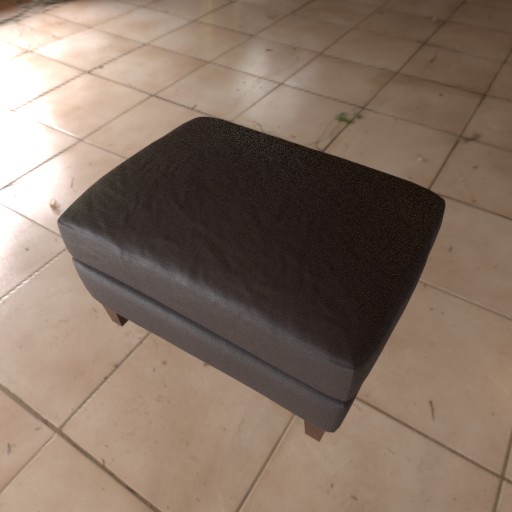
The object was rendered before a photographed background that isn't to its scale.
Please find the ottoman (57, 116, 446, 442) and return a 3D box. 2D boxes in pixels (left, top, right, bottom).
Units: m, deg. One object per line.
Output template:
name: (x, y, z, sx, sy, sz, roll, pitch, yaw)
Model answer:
ottoman: (0.000, 0.000, 1.308, 0.887, 0.529, 0.659, 24, 51, 21)
